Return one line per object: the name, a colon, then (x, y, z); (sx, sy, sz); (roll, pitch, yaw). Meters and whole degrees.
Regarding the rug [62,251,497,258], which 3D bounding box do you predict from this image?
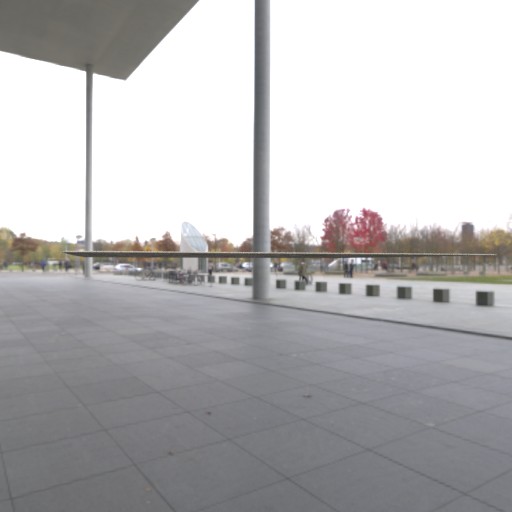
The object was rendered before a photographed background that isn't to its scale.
rug: (0.000, 0.000, 3.919); (2.977, 0.008, 2.380); (0, -1, -19)
